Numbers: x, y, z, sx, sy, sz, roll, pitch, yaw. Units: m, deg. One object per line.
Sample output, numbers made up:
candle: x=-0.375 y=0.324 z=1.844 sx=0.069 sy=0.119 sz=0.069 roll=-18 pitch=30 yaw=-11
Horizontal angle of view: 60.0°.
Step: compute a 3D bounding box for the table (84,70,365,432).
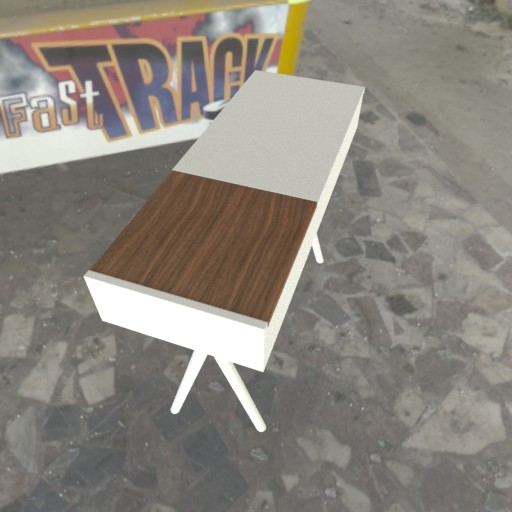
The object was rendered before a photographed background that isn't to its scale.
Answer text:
table: x=0.000 y=0.000 z=1.507 sx=0.418 sy=0.785 sz=1.066 roll=14 pitch=48 yaw=13
